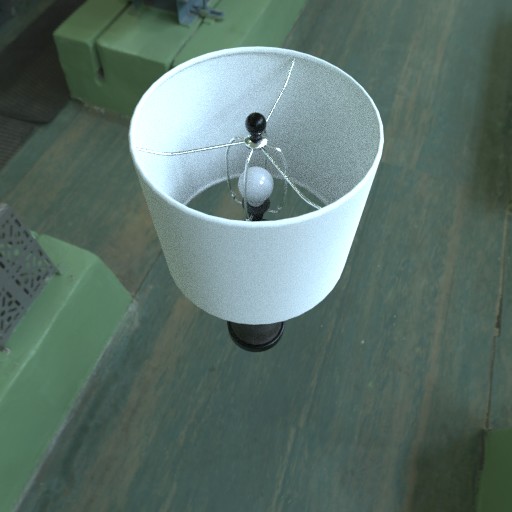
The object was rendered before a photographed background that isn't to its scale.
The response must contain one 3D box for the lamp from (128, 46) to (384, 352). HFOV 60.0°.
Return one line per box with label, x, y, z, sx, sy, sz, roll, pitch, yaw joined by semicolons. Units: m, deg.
lamp;0.000;0.000;0.793;0.305;0.634;0.305;17;60;10
